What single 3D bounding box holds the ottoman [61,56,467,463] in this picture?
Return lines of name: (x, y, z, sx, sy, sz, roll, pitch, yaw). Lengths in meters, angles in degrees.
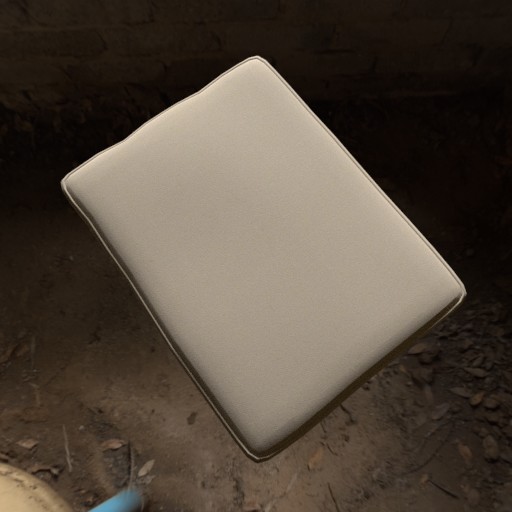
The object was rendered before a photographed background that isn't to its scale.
ottoman: (0.000, 0.000, 1.209, 0.634, 0.485, 0.818, -36, 78, -9)
